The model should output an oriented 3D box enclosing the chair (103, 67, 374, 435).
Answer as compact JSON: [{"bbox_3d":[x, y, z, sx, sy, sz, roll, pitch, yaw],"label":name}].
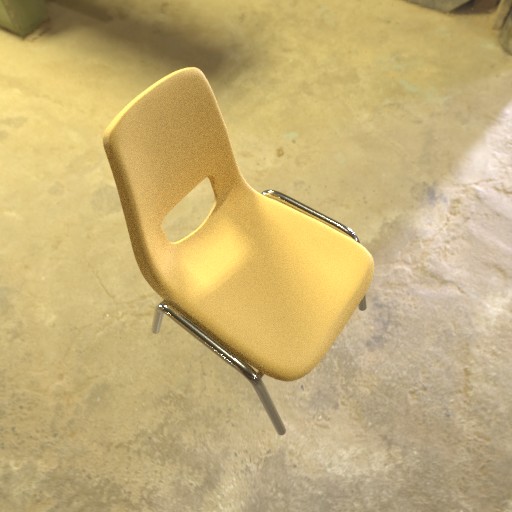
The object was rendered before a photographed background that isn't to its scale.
[{"bbox_3d":[0.000,0.000,0.791,0.385,0.536,0.354,31,63,18],"label":"chair"}]
